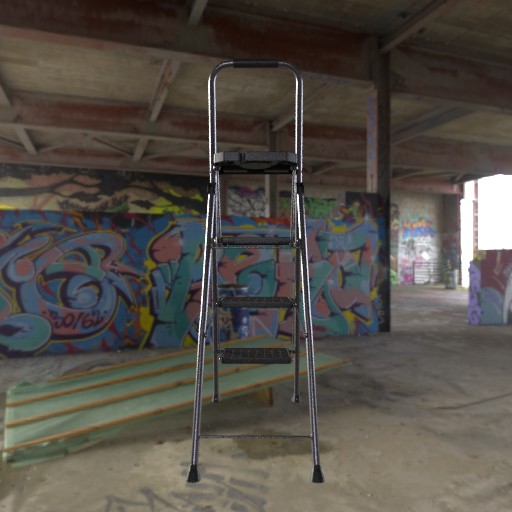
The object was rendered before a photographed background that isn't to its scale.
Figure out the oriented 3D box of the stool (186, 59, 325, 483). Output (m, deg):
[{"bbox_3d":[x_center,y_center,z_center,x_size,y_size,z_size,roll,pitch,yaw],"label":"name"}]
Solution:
[{"bbox_3d":[0.000,0.000,1.611,0.396,1.277,0.733,0,0,0],"label":"stool"}]
